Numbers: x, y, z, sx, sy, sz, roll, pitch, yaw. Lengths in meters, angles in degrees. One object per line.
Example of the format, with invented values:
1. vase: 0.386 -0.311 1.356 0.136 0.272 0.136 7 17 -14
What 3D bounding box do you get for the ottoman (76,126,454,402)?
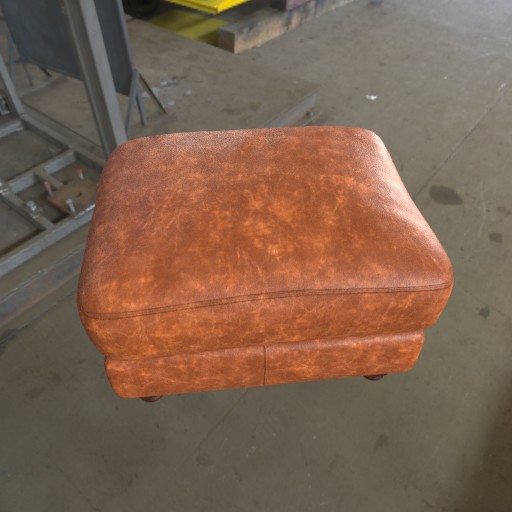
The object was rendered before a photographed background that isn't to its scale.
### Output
1. ottoman: 0.000 0.000 1.247 0.832 0.562 0.657 -4 47 -4
